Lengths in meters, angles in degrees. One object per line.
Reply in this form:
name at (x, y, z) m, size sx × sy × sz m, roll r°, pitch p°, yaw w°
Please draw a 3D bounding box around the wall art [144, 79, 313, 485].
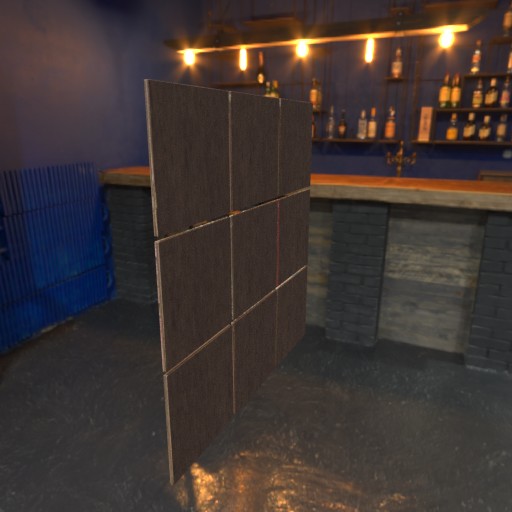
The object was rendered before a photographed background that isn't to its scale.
wall art at (0.000, 0.000, 1.775) m, size 0.013 × 1.213 × 1.215 m, roll 8°, pitch 18°, yaw 25°
